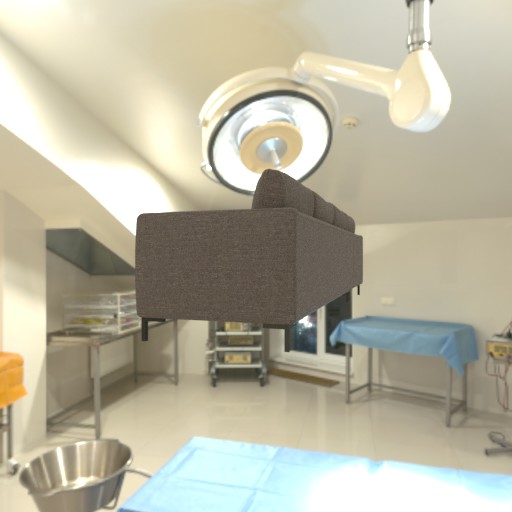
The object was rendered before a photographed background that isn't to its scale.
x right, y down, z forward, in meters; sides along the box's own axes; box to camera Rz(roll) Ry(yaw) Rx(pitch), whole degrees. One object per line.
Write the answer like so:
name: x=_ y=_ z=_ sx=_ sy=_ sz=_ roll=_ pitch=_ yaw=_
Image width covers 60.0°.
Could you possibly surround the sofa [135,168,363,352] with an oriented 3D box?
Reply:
sofa: x=0.000 y=0.000 z=3.194 sx=1.258 sy=0.754 sz=2.731 roll=0 pitch=0 yaw=19
